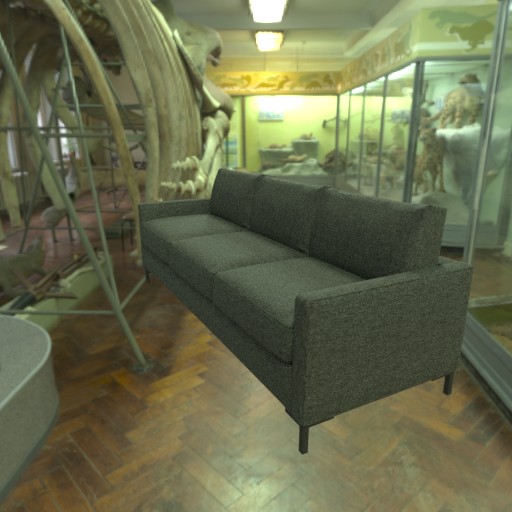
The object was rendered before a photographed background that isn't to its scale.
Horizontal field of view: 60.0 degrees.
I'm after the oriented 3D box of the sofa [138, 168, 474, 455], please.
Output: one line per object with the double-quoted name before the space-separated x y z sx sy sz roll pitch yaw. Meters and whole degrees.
"sofa" 0.000 0.000 2.630 0.876 0.879 2.253 -9 18 -27
